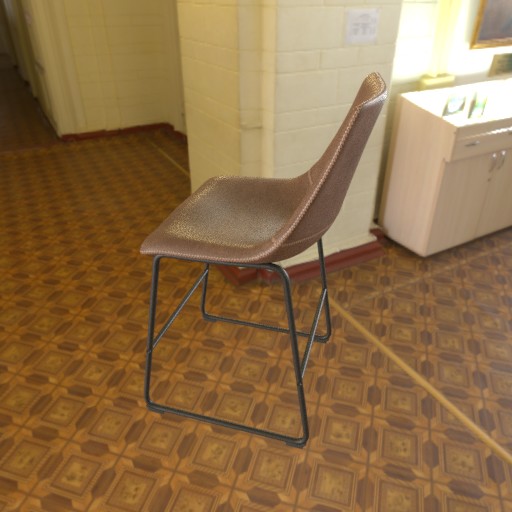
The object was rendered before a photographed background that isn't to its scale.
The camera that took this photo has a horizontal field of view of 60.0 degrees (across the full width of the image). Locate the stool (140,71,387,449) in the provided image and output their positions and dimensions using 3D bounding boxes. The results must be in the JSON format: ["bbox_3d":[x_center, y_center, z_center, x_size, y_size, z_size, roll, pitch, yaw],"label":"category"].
[{"bbox_3d":[0.000,0.000,1.182,0.550,0.890,0.460,8,32,14],"label":"stool"}]
